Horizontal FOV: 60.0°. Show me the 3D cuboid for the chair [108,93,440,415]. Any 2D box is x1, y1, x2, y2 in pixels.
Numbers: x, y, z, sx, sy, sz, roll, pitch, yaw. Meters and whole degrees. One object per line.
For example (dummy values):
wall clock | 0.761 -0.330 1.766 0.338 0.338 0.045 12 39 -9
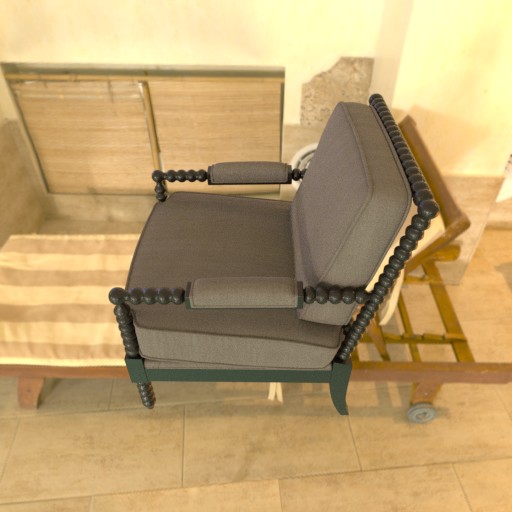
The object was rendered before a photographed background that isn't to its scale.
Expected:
chair | 0.000 0.000 1.125 0.622 0.661 0.540 0 41 1
